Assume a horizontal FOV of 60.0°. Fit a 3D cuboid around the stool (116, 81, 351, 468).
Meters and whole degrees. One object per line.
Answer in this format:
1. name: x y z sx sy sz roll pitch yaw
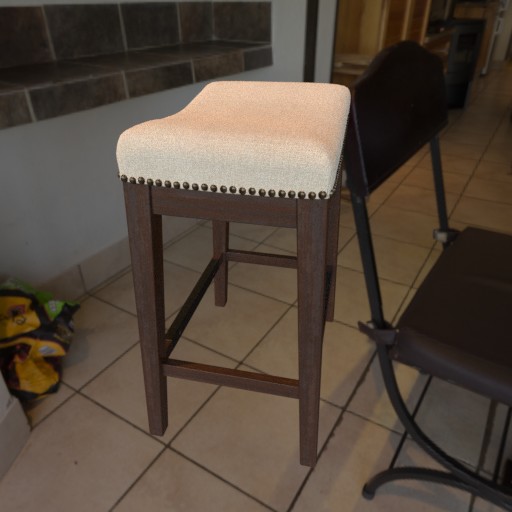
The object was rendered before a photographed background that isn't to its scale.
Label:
1. stool: 0.000 0.000 0.981 0.363 0.669 0.509 7 31 11
